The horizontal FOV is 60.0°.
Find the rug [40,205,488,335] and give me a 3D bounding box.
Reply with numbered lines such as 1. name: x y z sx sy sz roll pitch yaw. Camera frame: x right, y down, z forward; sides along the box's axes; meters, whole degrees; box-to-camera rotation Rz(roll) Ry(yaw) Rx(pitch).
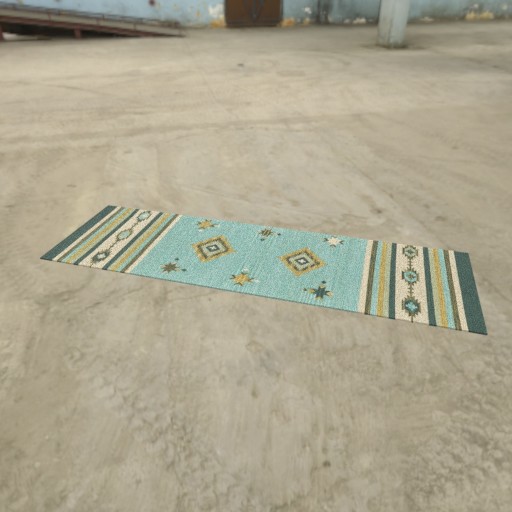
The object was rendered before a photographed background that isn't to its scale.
1. rug: 0.000 0.000 2.641 2.441 0.010 0.744 8 33 13
